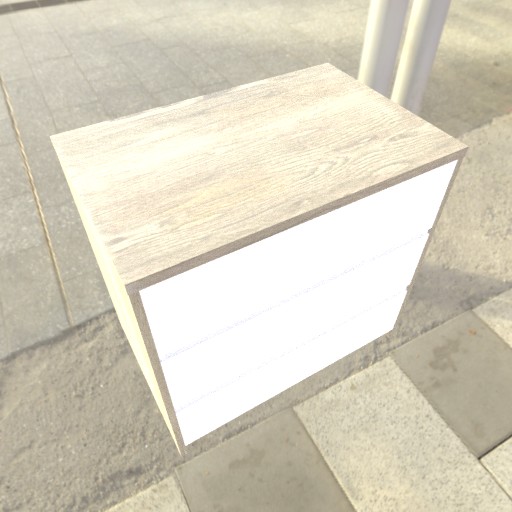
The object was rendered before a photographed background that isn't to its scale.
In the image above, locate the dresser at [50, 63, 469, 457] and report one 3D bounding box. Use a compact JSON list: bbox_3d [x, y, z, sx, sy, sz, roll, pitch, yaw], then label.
[{"bbox_3d":[0.000,0.000,1.296,0.809,0.762,0.529,-23,50,-21],"label":"dresser"}]
